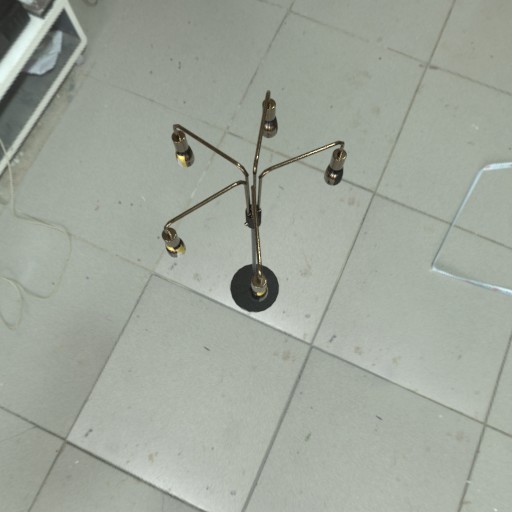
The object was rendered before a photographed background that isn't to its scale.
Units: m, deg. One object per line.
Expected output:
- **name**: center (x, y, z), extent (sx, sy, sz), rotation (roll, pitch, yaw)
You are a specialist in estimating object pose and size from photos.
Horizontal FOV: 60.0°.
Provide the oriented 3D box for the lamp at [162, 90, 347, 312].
- **lamp**: center (0.000, 0.000, 2.008), extent (0.572, 1.721, 0.599), rotation (-5, 76, -1)
